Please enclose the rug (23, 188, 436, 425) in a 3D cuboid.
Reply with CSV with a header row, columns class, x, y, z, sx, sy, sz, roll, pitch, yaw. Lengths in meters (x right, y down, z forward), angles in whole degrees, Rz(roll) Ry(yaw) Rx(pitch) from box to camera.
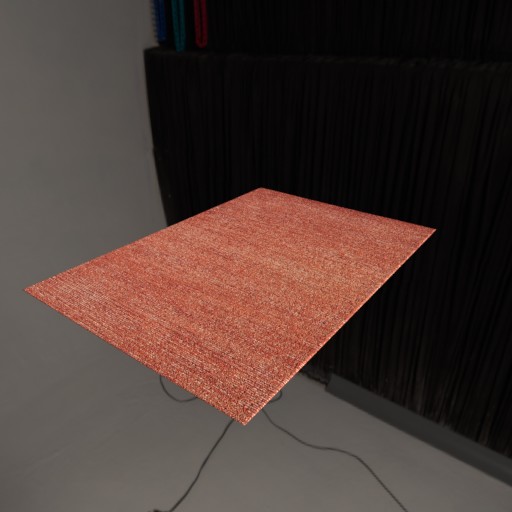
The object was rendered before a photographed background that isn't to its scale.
class,x,y,z,sx,sy,sz,roll,pitch,yaw
rug,0.000,0.000,5.042,2.803,0.025,3.965,19,33,32
